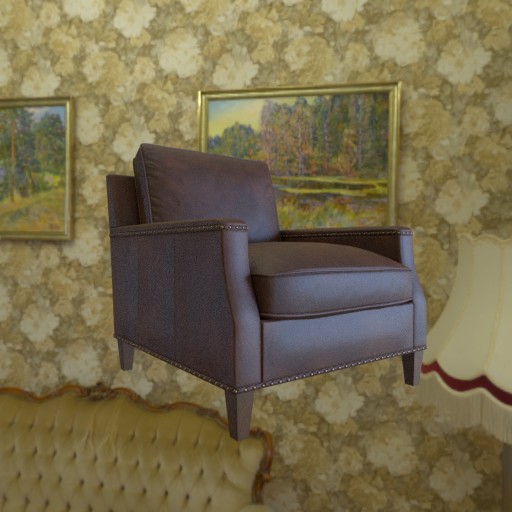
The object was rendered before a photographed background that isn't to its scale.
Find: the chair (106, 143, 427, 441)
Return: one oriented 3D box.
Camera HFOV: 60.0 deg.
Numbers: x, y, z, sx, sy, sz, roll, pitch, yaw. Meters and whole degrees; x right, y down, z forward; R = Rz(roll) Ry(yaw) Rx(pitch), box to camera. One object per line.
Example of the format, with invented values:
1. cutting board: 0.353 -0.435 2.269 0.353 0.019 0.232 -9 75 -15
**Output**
1. chair: 0.000 0.000 1.732 0.853 0.929 1.014 -1 1 -37
